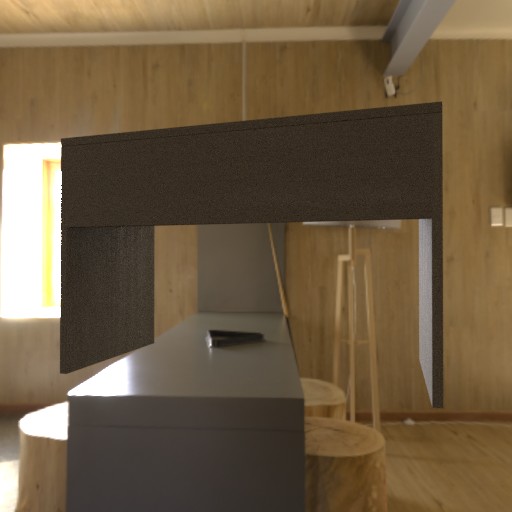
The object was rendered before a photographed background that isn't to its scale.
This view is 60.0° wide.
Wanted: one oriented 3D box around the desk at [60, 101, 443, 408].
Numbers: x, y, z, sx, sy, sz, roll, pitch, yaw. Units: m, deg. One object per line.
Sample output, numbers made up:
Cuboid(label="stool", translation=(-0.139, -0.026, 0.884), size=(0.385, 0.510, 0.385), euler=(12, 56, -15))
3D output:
Cuboid(label="desk", translation=(0.000, 0.000, 1.480), size=(1.099, 0.729, 0.557), euler=(0, 0, 17))
